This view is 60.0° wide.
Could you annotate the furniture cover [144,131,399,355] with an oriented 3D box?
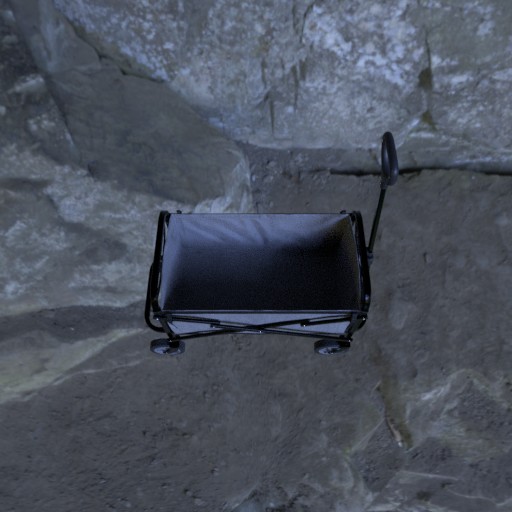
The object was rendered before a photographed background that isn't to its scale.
[{"bbox_3d":[0.000,0.000,1.781,1.038,1.295,0.532,0,63,0],"label":"furniture cover"}]
